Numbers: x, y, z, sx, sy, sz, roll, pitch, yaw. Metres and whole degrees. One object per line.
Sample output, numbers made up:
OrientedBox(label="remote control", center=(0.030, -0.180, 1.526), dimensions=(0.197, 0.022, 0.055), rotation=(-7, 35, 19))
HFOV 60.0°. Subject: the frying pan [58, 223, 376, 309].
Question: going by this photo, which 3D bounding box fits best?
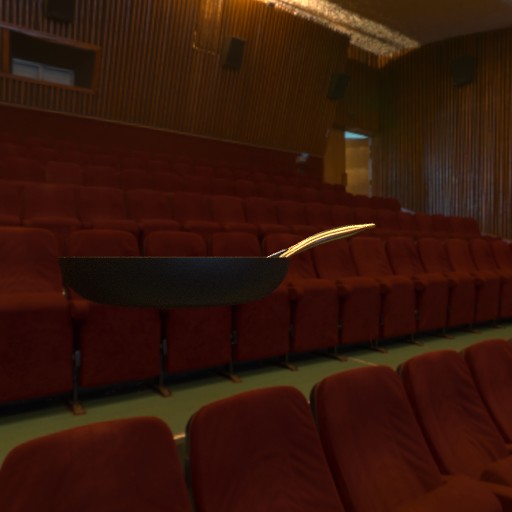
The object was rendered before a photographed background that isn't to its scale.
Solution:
OrientedBox(label="frying pan", center=(0.000, 0.000, 0.573), dimensions=(0.472, 0.105, 0.255), rotation=(0, 0, -35))
